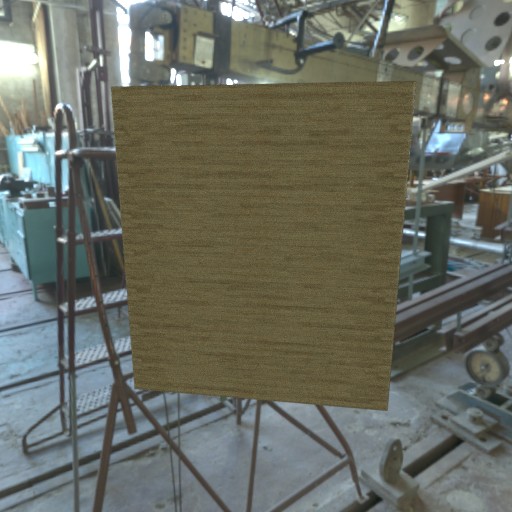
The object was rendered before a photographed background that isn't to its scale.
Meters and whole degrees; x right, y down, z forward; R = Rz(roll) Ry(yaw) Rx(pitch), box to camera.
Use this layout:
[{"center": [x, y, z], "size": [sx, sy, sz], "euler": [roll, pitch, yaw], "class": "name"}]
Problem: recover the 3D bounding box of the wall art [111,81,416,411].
[{"center": [0.000, 0.000, 0.768], "size": [0.483, 0.559, 0.009], "euler": [2, 15, 8], "class": "wall art"}]
